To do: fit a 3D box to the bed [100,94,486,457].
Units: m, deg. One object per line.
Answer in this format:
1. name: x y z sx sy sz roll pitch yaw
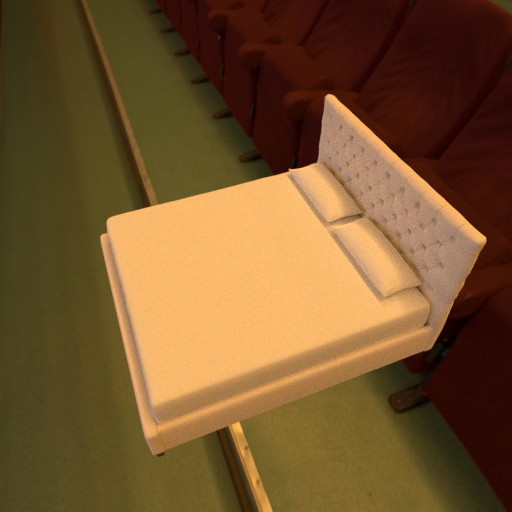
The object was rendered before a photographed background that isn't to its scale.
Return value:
1. bed: 0.000 0.000 3.651 2.387 1.427 2.078 -16 49 -15
